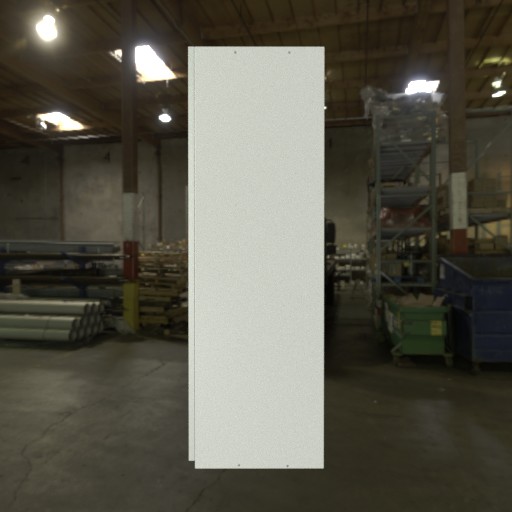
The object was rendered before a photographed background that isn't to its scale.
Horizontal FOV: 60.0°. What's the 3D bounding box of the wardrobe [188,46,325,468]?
[{"bbox_3d":[0.000,0.000,2.943,0.629,1.960,1.780,0,1,0],"label":"wardrobe"}]
